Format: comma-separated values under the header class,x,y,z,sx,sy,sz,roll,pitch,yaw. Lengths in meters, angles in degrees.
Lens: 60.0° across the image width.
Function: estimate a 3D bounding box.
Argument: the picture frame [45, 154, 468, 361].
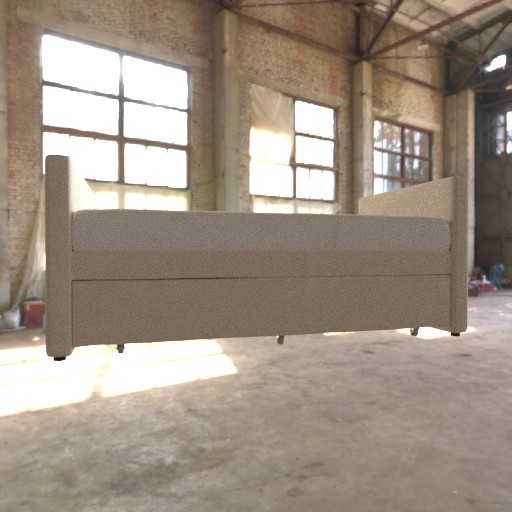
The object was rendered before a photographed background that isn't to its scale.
class,x,y,z,sx,sy,sz,roll,pitch,yaw
picture frame,0.000,0.000,2.676,2.161,0.891,1.069,0,1,-16
